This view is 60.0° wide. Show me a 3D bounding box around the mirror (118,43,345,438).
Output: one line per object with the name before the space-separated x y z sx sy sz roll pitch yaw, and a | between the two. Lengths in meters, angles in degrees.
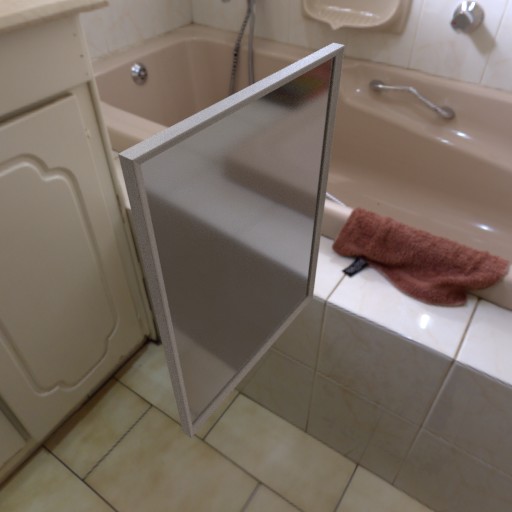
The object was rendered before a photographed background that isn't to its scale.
mirror | 0.000 0.000 1.330 0.041 1.016 0.762 26 48 26
